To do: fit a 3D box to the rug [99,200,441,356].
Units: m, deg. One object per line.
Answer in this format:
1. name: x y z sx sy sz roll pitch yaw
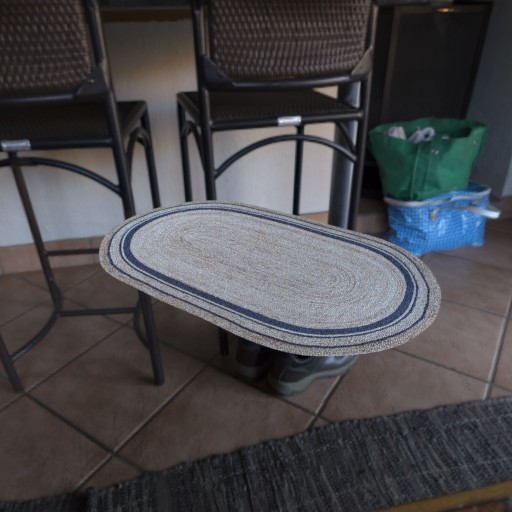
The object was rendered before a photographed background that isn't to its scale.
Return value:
1. rug: 0.000 0.000 3.064 2.432 0.006 1.520 18 34 30
